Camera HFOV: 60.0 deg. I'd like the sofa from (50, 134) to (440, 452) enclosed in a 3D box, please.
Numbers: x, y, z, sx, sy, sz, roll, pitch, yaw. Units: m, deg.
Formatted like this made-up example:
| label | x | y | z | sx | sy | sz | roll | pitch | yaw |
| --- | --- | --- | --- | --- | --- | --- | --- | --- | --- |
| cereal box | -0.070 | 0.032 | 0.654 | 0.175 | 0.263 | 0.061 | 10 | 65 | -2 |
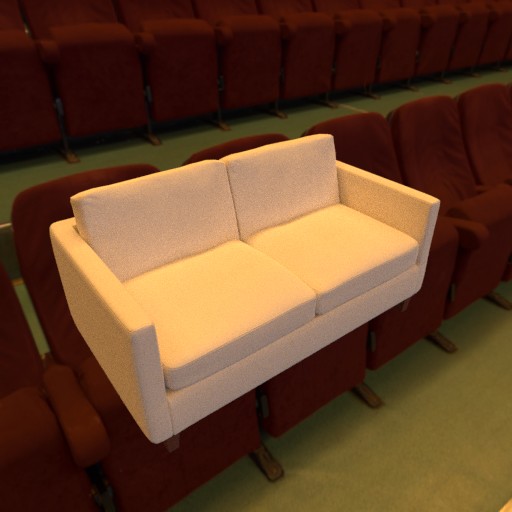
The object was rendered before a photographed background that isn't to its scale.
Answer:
| label | x | y | z | sx | sy | sz | roll | pitch | yaw |
| --- | --- | --- | --- | --- | --- | --- | --- | --- | --- |
| sofa | 0.000 | 0.000 | 2.255 | 1.702 | 0.888 | 0.964 | -21 | 38 | -31 |
